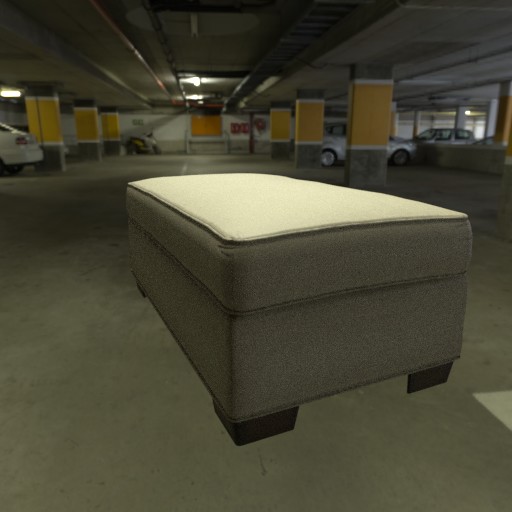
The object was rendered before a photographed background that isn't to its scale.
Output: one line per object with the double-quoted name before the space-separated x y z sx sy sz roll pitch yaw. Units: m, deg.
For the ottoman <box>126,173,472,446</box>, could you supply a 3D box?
"ottoman" 0.000 0.000 1.394 0.617 0.461 1.097 -7 17 -24
